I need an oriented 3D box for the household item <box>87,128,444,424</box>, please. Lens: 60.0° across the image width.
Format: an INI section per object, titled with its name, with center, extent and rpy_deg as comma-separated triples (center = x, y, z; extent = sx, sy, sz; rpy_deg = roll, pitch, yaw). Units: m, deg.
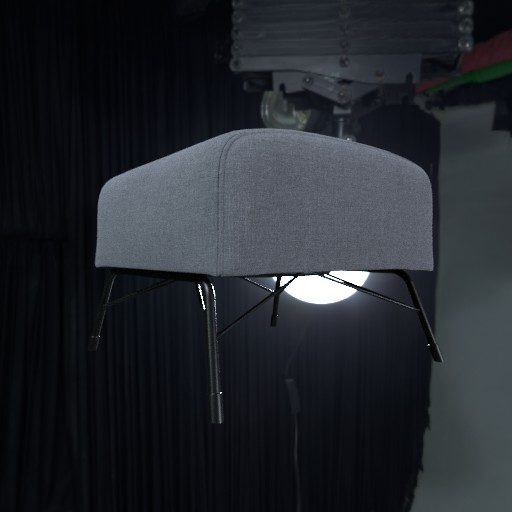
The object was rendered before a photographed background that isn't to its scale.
[household item]
center = 0.000, 0.000, 0.914
extent = 0.530, 0.410, 0.530
rpy_deg = 0, 1, -37
